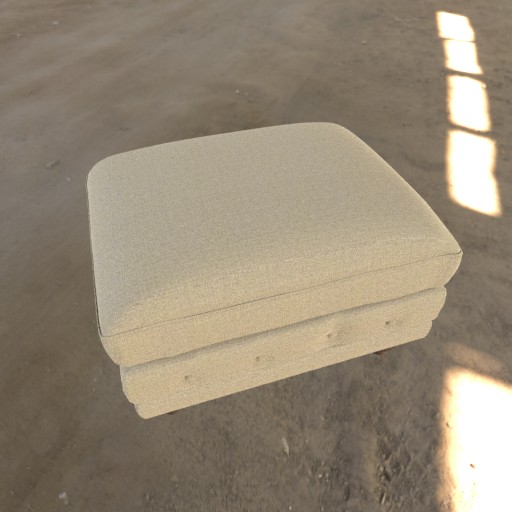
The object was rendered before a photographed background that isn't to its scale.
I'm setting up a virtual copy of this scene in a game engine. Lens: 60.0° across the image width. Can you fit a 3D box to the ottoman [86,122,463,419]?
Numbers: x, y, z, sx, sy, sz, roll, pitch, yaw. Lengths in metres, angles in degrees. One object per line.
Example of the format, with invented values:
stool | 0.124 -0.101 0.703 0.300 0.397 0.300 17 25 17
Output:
ottoman | 0.000 0.000 1.036 0.684 0.463 0.541 -12 44 -13
